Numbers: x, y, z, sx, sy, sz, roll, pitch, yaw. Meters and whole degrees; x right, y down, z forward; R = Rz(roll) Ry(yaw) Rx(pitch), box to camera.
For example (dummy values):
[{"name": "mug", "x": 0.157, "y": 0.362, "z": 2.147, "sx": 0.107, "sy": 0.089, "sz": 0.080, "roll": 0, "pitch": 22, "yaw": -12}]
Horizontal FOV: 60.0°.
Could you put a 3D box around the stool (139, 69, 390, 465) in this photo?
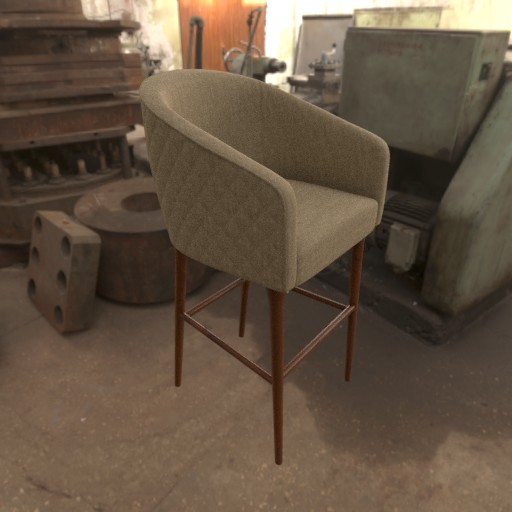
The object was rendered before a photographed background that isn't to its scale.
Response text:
[{"name": "stool", "x": 0.000, "y": 0.000, "z": 1.421, "sx": 0.607, "sy": 1.078, "sz": 0.559, "roll": 20, "pitch": 33, "yaw": 33}]
